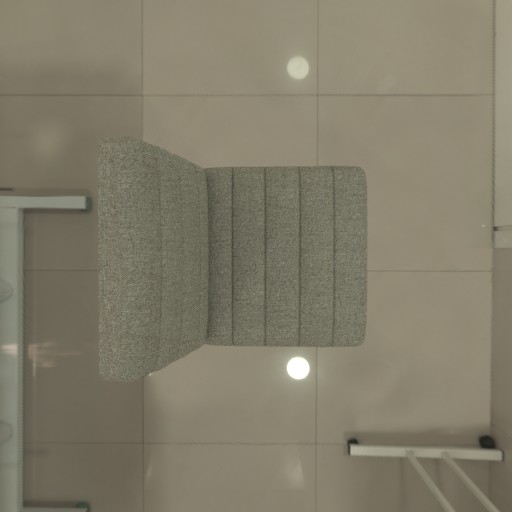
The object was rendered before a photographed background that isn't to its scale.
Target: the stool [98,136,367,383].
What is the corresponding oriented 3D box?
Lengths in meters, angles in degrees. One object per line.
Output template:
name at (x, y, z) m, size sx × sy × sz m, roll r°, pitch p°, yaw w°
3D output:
stool at (0.000, 0.000, 1.250) m, size 0.560 × 0.940 × 0.460 m, roll 0°, pitch 91°, yaw 0°
